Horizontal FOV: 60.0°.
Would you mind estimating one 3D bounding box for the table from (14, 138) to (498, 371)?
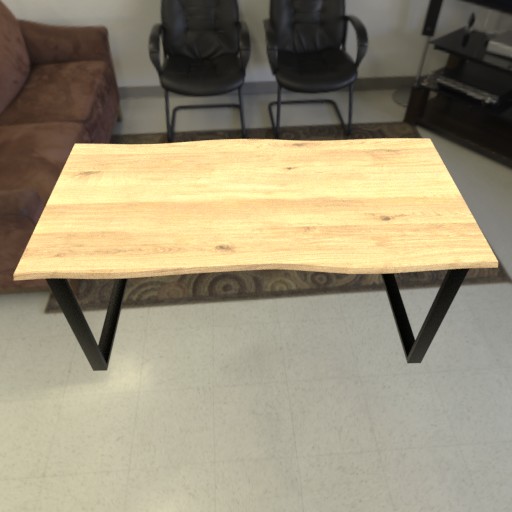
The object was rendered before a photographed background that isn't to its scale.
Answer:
[{"bbox_3d":[0.000,0.000,2.212,1.800,0.780,0.900,-1,46,-1],"label":"table"}]
